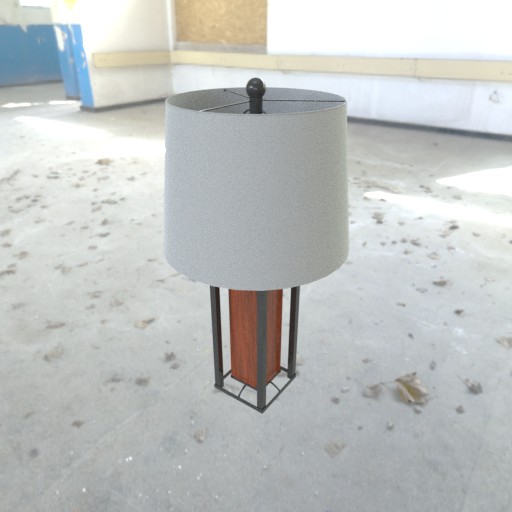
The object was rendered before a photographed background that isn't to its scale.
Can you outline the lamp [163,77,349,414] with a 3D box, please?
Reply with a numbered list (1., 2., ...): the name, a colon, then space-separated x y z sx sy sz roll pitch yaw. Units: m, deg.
1. lamp: 0.000 0.000 0.786 0.320 0.591 0.320 0 28 0
